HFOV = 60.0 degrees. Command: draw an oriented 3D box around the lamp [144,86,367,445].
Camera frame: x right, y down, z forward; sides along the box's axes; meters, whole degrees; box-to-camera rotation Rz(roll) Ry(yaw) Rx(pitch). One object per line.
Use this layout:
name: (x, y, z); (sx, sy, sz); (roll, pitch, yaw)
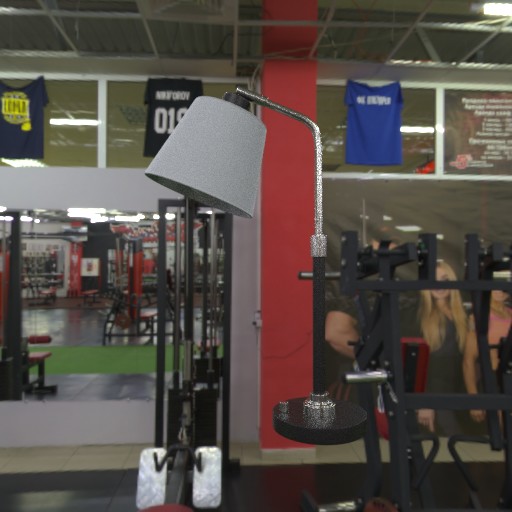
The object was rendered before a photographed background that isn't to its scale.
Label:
lamp: (0.000, 0.000, 0.702); (0.348, 0.539, 0.181); (0, 0, -1)
